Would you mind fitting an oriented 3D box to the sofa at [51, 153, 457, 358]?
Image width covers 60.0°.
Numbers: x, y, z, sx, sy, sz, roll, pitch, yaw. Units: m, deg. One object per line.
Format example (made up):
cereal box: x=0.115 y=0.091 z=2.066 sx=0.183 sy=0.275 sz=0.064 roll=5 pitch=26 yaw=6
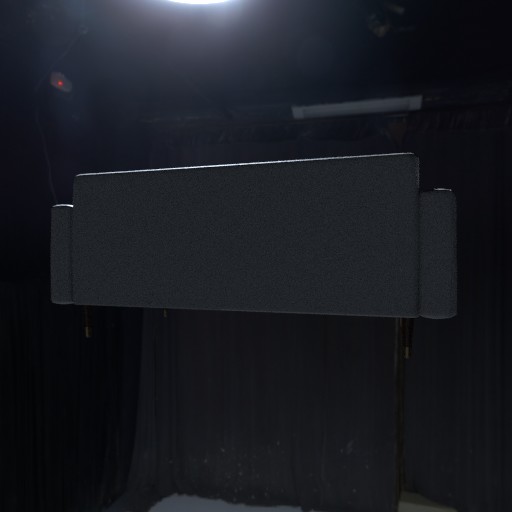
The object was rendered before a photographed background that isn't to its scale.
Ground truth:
sofa: x=0.000 y=0.000 z=2.386 sx=1.895 sy=0.814 sz=0.969 roll=0 pitch=0 yaw=18
